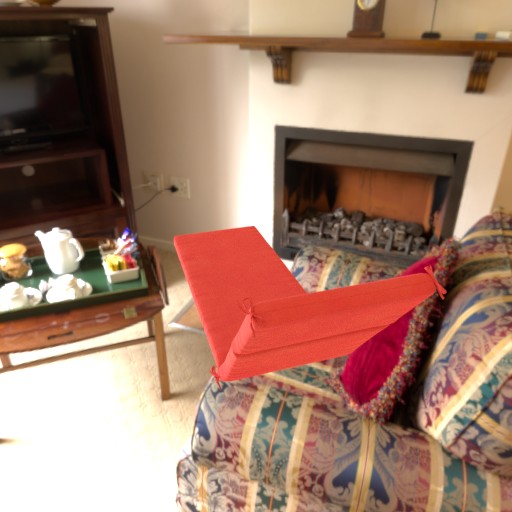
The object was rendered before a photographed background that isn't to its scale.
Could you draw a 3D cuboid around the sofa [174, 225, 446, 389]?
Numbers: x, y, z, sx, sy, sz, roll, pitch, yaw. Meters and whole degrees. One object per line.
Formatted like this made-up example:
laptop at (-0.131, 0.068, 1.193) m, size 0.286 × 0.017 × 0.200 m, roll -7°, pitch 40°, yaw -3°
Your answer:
sofa at (0.000, 0.000, 1.922) m, size 0.582 × 0.622 × 1.663 m, roll -9°, pitch 29°, yaw -16°
